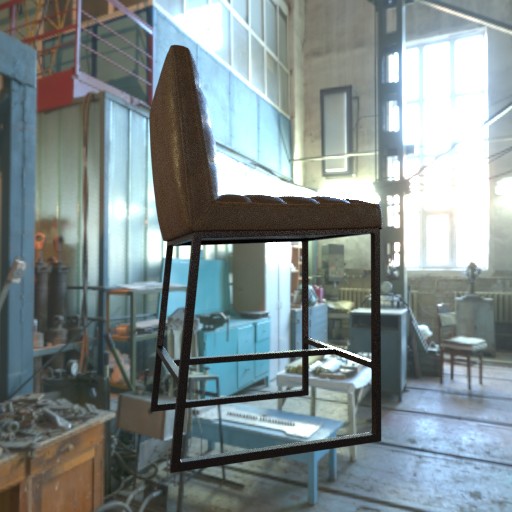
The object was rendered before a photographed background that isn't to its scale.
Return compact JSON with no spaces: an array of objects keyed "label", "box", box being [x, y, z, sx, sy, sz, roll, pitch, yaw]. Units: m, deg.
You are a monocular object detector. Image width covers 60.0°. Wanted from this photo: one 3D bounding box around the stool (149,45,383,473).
[{"label":"stool","box":[0.000,0.000,1.252,0.562,0.942,0.463,0,-1,-19]}]
